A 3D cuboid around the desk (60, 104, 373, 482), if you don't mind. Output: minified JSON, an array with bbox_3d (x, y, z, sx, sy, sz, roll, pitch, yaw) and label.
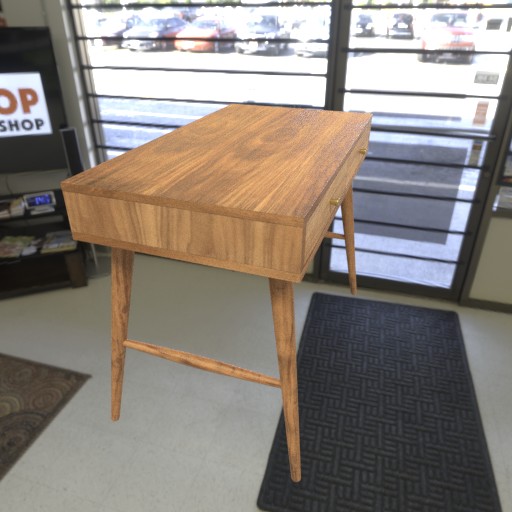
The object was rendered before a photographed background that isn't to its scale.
[{"bbox_3d":[0.000,0.000,1.446,0.588,0.758,0.949,10,31,17],"label":"desk"}]
